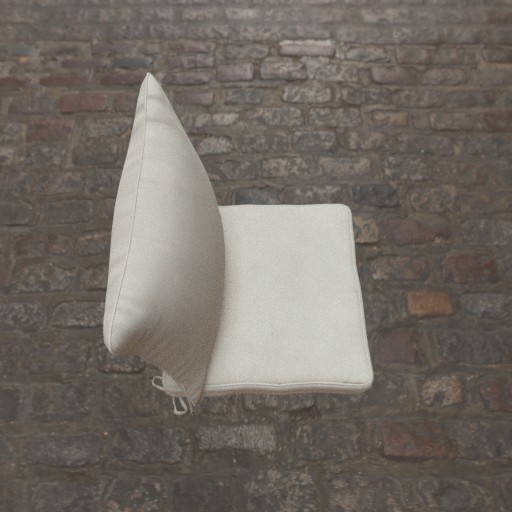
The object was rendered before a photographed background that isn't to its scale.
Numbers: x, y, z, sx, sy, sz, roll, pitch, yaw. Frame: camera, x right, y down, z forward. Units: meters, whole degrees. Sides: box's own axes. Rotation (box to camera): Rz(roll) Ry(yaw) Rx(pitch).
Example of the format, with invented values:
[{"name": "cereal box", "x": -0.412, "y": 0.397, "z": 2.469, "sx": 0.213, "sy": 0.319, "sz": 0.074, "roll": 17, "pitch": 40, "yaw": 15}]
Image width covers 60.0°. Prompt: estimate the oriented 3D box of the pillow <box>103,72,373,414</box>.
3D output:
[{"name": "pillow", "x": 0.000, "y": 0.000, "z": 1.320, "sx": 0.733, "sy": 0.716, "sz": 0.798, "roll": -1, "pitch": 62, "yaw": 0}]
